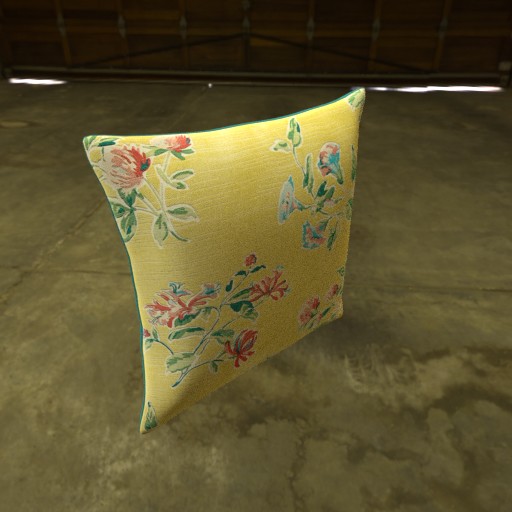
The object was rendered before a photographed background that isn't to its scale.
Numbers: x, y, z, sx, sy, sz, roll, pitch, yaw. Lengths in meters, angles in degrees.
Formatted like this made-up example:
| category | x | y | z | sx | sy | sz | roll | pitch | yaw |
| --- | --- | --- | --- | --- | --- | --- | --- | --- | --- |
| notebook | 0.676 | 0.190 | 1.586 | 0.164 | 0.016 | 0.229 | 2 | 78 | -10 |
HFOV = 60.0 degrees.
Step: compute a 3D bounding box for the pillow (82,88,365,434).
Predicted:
| category | x | y | z | sx | sy | sz | roll | pitch | yaw |
| --- | --- | --- | --- | --- | --- | --- | --- | --- | --- |
| pillow | 0.000 | 0.000 | 0.784 | 0.525 | 0.508 | 0.166 | -23 | 37 | -34 |
